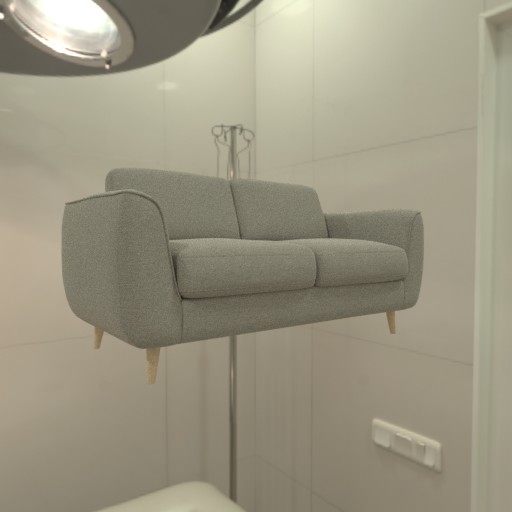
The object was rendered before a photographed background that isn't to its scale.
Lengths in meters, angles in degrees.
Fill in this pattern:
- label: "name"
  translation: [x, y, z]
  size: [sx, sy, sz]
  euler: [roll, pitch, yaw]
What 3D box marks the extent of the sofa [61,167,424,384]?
- label: "sofa"
  translation: [0.000, 0.000, 2.221]
  size: [1.700, 0.850, 0.920]
  euler: [-2, 3, -37]
